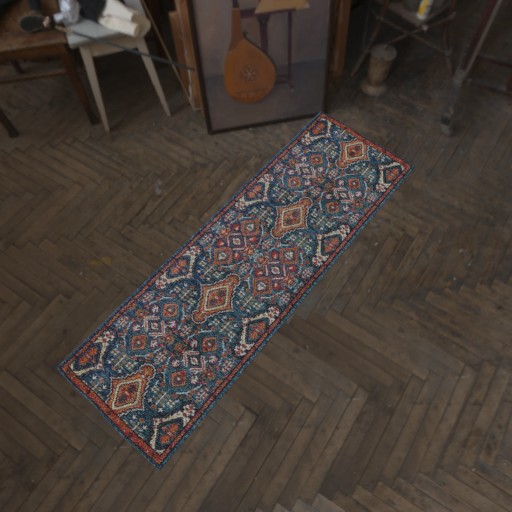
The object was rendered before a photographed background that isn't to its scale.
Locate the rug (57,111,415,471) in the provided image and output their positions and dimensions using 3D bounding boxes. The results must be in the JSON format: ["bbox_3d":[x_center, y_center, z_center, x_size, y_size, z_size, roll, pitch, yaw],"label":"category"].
[{"bbox_3d":[0.000,0.000,2.728,0.801,0.010,2.459,37,69,17],"label":"rug"}]
